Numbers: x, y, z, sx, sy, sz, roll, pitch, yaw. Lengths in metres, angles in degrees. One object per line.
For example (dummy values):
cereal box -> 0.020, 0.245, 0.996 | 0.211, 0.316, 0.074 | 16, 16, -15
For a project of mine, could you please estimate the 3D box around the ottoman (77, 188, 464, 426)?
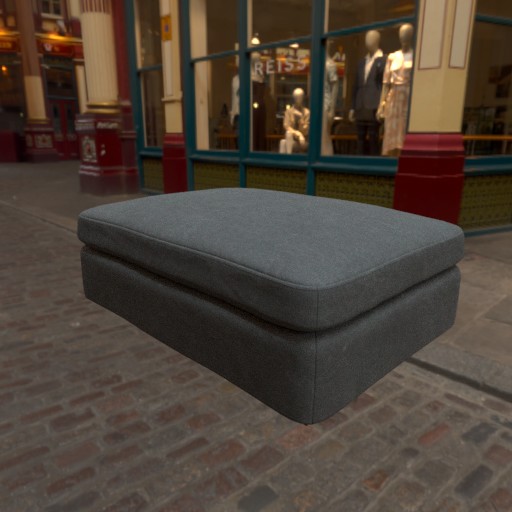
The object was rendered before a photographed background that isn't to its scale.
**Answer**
ottoman -> 0.000, 0.000, 1.613 | 0.840, 0.429, 1.199 | -16, 23, -42
